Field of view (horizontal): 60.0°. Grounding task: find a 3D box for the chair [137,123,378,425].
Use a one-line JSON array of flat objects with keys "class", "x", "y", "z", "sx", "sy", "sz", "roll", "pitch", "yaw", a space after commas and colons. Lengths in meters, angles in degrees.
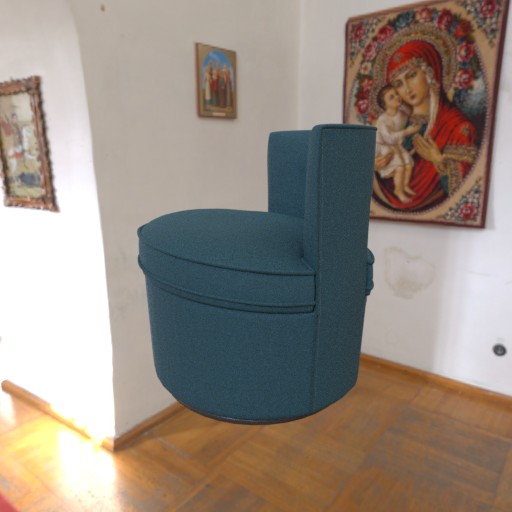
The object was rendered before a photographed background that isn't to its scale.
[{"class": "chair", "x": 0.000, "y": 0.000, "z": 1.275, "sx": 0.660, "sy": 0.711, "sz": 0.684, "roll": -2, "pitch": 14, "yaw": -7}]
